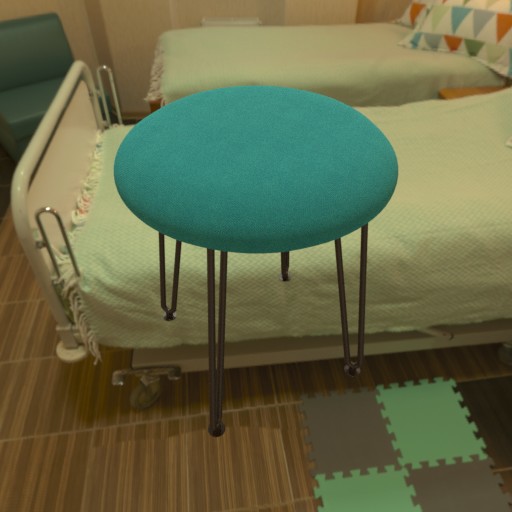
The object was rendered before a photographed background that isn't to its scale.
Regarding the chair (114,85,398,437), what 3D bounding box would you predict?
[{"bbox_3d":[0.000,0.000,0.676,0.350,0.430,0.350,-27,49,-26],"label":"chair"}]
